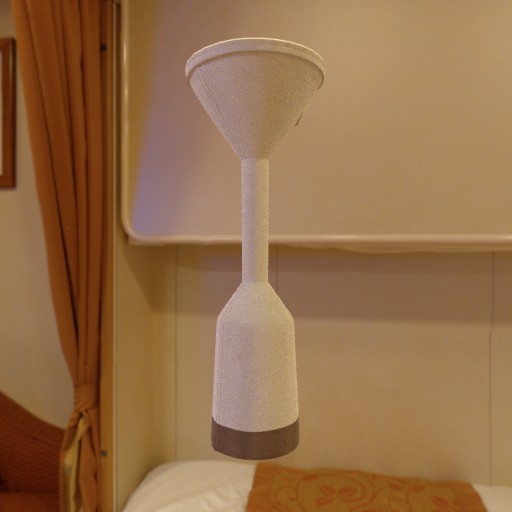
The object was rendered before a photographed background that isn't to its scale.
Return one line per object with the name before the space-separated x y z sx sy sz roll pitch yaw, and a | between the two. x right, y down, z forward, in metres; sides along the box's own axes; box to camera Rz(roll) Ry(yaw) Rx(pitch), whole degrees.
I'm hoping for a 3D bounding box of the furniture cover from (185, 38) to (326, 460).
furniture cover | 0.000 0.000 2.898 0.914 2.413 0.914 0 0 -36
